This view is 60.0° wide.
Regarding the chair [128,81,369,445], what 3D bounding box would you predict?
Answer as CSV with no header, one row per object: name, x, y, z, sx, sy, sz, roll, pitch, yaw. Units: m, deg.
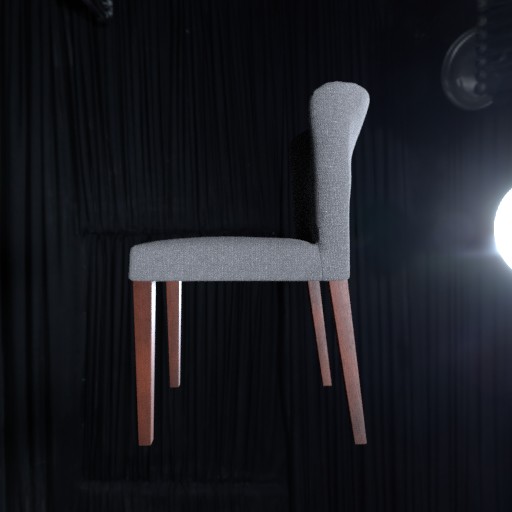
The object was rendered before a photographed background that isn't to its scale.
chair,0.000,0.000,1.204,0.589,0.839,0.491,0,1,-1
